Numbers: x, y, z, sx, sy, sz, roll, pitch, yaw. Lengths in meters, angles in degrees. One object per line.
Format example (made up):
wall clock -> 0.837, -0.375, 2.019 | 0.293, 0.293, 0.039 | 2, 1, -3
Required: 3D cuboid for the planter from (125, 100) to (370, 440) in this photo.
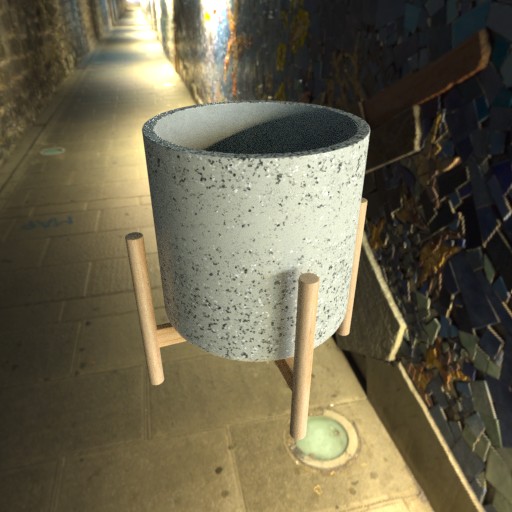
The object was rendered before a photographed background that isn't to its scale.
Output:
planter -> 0.000, 0.000, 0.708 | 0.360, 0.419, 0.360 | 1, 31, 2
